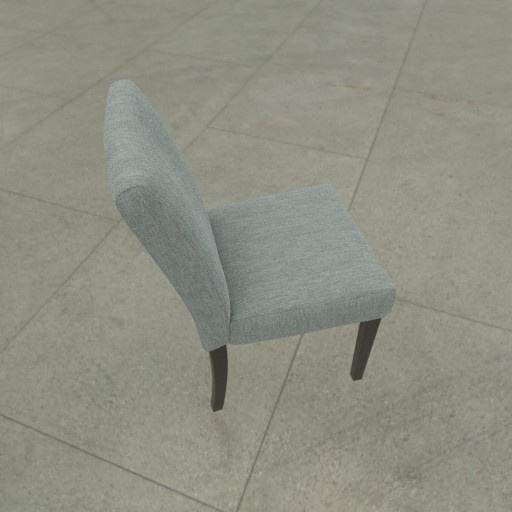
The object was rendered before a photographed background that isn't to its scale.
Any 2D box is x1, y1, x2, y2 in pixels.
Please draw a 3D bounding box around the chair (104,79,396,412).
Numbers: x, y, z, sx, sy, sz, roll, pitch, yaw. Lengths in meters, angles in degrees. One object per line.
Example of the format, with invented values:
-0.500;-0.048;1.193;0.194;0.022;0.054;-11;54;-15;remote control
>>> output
0.000;0.000;1.236;0.629;0.884;0.487;-10;46;-10;chair
